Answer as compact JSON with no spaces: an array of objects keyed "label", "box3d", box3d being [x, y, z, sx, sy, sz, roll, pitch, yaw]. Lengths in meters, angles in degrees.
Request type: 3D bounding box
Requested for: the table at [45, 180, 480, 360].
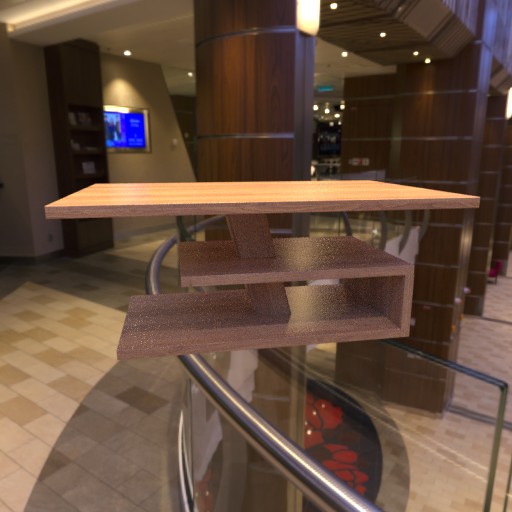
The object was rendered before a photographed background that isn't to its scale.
[{"label":"table","box3d":[0.000,0.000,1.482,1.100,0.442,0.700,-2,14,-10]}]
